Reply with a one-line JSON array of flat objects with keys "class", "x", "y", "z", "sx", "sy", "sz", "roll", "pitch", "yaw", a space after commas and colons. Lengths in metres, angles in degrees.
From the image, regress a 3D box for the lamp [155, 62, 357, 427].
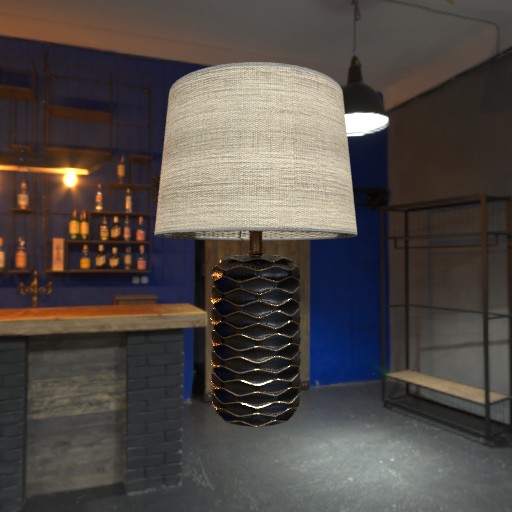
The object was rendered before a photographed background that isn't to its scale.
[{"class": "lamp", "x": 0.000, "y": 0.000, "z": 0.842, "sx": 0.376, "sy": 0.594, "sz": 0.376, "roll": 0, "pitch": 0, "yaw": 0}]
